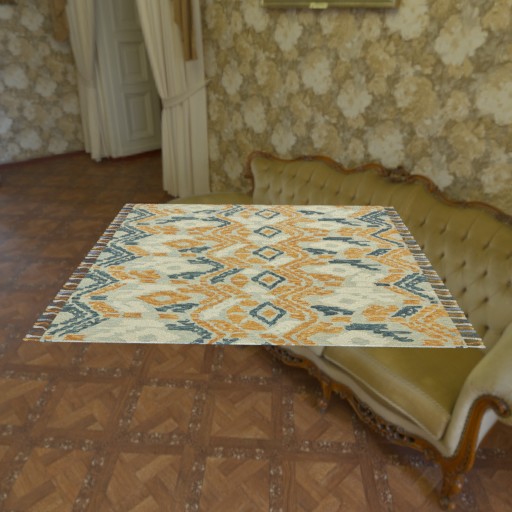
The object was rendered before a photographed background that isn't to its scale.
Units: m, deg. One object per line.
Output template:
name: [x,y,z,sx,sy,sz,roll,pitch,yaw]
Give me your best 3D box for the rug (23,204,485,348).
rug: [0.000,0.000,3.974,3.048,0.010,2.439,1,28,1]
